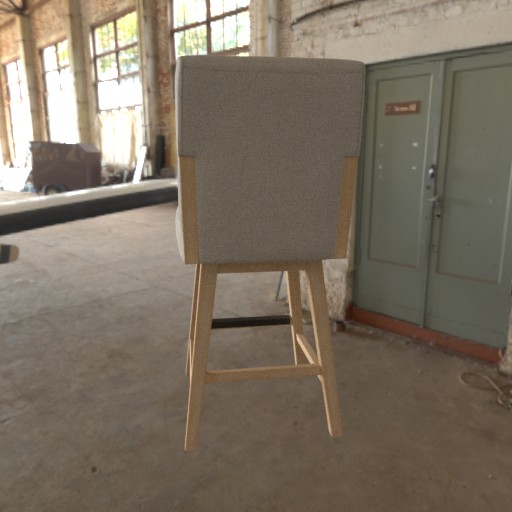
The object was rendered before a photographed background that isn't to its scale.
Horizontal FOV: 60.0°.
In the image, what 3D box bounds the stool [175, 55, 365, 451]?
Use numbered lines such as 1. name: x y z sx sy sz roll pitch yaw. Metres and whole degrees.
1. stool: 0.000 0.000 1.421 0.507 1.085 0.606 -2 13 -8
